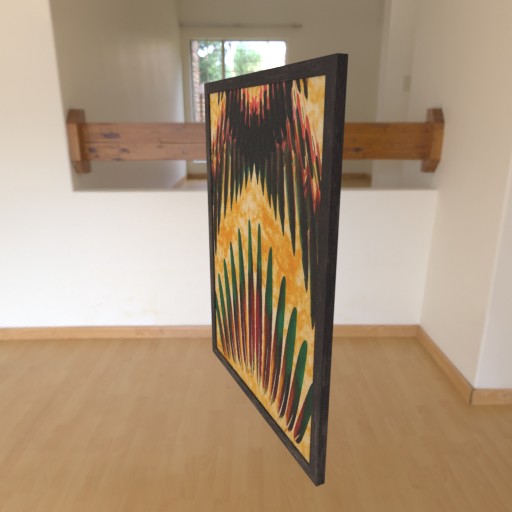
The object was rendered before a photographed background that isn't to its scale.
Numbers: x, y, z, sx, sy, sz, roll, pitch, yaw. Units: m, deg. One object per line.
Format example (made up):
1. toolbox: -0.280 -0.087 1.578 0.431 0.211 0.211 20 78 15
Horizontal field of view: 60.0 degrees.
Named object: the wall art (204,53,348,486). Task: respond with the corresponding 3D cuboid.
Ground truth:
1. wall art: 0.000 0.000 1.390 0.029 1.066 0.812 -8 19 -24
